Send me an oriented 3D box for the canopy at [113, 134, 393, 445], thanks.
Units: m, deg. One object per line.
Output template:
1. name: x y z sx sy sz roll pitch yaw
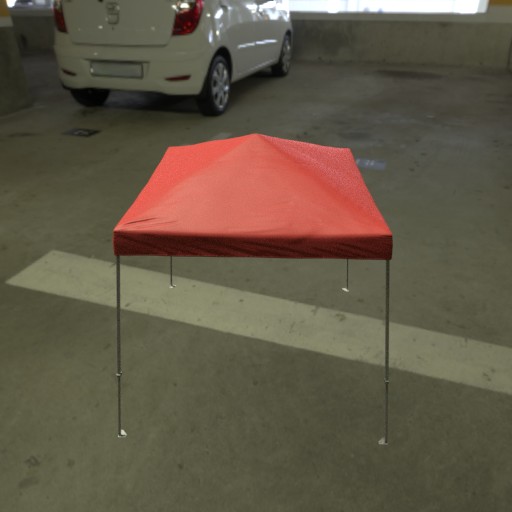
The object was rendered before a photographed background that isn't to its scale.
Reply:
1. canopy: 0.000 0.000 5.170 2.849 2.849 2.848 1 31 2
